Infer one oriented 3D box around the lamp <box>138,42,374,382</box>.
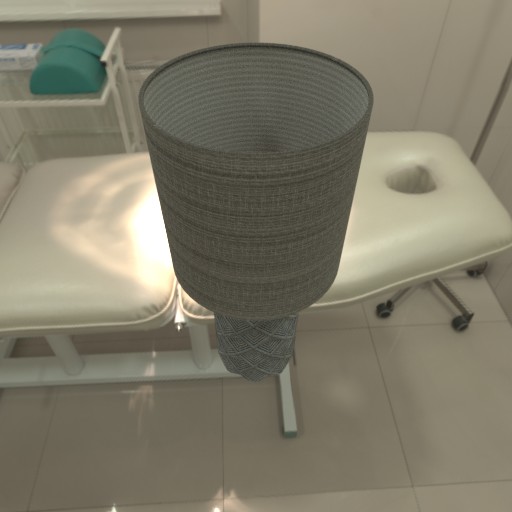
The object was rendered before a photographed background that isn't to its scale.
[{"bbox_3d":[0.000,0.000,0.720,0.268,0.566,0.269,-3,47,-2],"label":"lamp"}]
